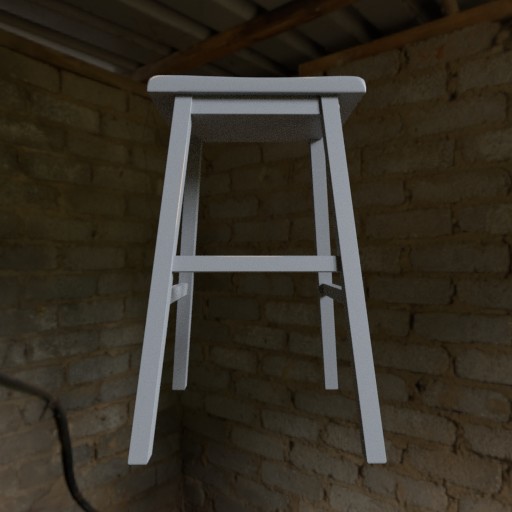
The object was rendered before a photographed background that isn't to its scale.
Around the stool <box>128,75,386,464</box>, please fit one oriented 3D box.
[{"bbox_3d":[0.000,0.000,1.022,0.457,0.737,0.476,0,0,-1],"label":"stool"}]
